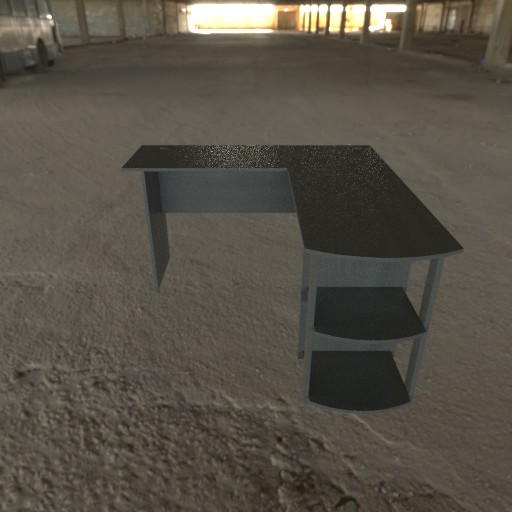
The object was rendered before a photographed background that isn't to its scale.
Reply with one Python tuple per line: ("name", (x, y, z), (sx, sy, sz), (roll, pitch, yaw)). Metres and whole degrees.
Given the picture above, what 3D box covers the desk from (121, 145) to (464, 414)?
("desk", (0.000, 0.000, 2.099), (1.303, 0.716, 1.361), (0, 28, 0))
